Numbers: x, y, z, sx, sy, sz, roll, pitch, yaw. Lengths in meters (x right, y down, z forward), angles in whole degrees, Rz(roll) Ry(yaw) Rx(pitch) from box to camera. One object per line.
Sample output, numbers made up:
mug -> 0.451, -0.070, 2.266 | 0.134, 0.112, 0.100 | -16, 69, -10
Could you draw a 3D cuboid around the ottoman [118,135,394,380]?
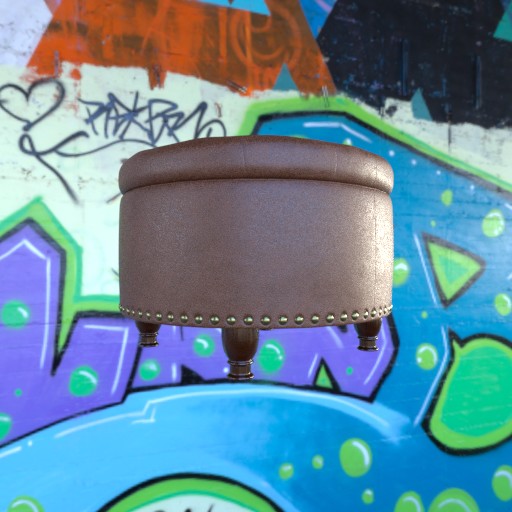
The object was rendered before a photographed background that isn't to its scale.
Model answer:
ottoman -> 0.000, 0.000, 1.074 | 0.637, 0.442, 0.637 | 0, 0, 0
